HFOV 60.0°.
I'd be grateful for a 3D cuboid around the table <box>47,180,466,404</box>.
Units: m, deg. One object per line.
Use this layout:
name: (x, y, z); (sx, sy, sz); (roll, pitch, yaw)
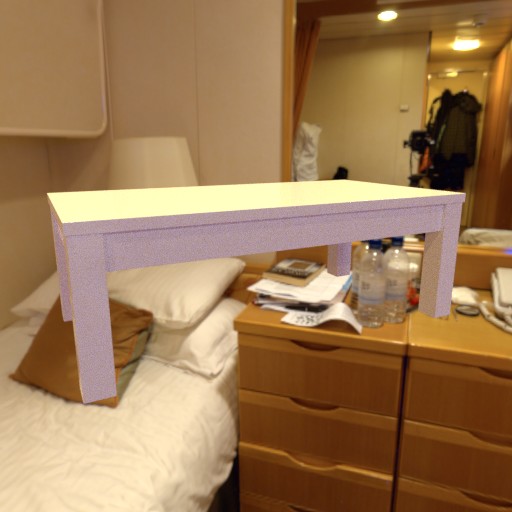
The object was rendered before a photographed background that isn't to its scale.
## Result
table: (0.000, 0.000, 1.666); (1.350, 0.470, 0.700); (-7, 16, -26)
